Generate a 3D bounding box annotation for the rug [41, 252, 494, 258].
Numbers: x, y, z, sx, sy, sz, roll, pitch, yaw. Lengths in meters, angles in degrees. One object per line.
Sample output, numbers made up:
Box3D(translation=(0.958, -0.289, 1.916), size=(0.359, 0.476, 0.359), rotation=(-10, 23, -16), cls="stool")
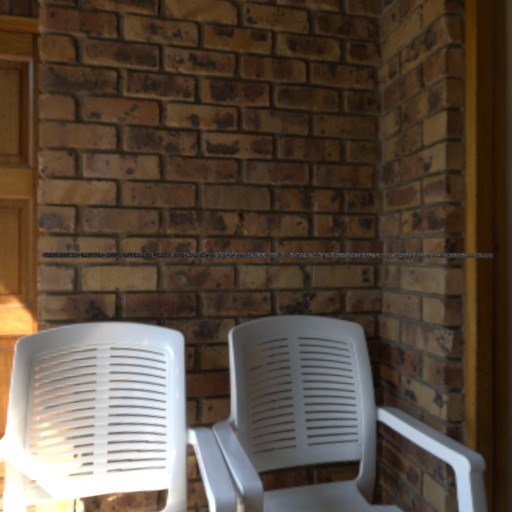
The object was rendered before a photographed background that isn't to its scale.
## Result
Box3D(translation=(0.000, 0.000, 3.335), size=(2.699, 0.026, 1.802), rotation=(0, 0, -18), cls="rug")
